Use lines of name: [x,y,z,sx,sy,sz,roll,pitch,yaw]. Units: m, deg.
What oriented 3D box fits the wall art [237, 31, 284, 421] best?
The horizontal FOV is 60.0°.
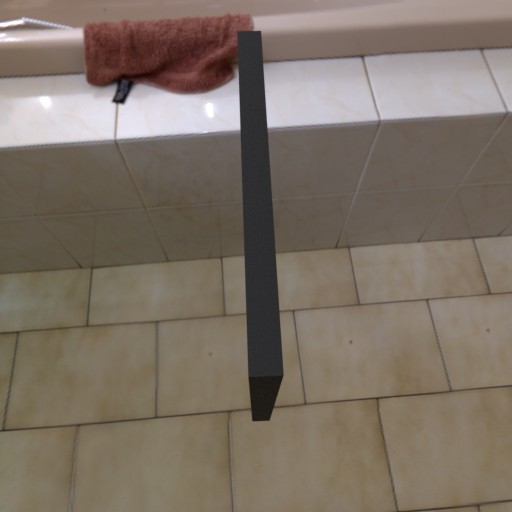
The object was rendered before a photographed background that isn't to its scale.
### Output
wall art: [0.000,0.000,0.782,0.036,0.503,0.506,-2,65,-1]
